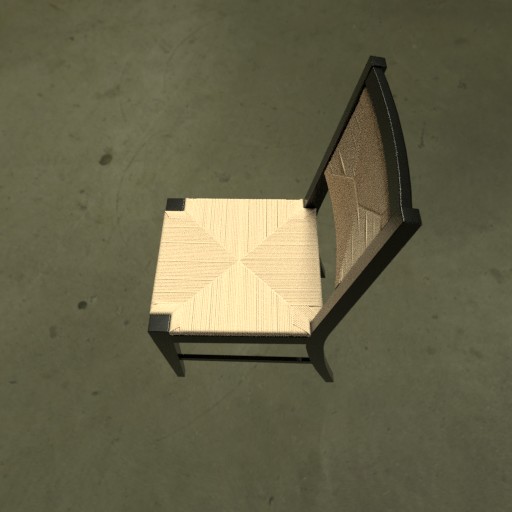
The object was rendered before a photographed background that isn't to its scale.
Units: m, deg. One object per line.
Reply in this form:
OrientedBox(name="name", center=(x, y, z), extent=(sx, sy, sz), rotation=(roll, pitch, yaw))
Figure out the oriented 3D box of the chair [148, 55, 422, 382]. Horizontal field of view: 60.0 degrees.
OrientedBox(name="chair", center=(0.000, 0.000, 1.217), extent=(0.552, 0.927, 0.437), rotation=(1, 59, 0))
